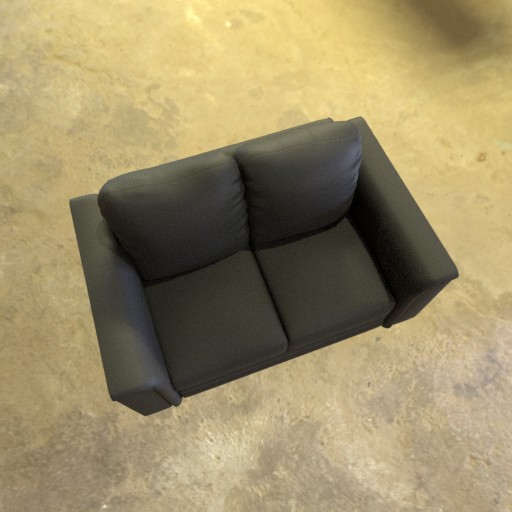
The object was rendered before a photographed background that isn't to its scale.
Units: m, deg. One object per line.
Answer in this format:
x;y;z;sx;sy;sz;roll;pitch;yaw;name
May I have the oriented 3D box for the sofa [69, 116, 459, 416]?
0.000;0.000;1.977;1.386;0.845;0.887;-18;65;-9;sofa
